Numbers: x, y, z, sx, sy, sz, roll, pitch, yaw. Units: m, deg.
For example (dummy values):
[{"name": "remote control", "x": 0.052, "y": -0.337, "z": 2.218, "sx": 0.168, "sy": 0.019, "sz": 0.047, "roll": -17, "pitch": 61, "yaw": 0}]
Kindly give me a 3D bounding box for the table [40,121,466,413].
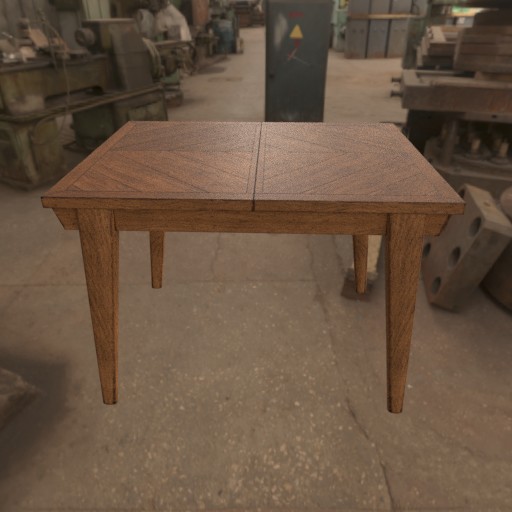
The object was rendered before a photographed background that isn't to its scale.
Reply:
[{"name": "table", "x": 0.000, "y": 0.000, "z": 1.586, "sx": 1.027, "sy": 0.760, "sz": 0.757, "roll": 1, "pitch": 31, "yaw": 2}]
